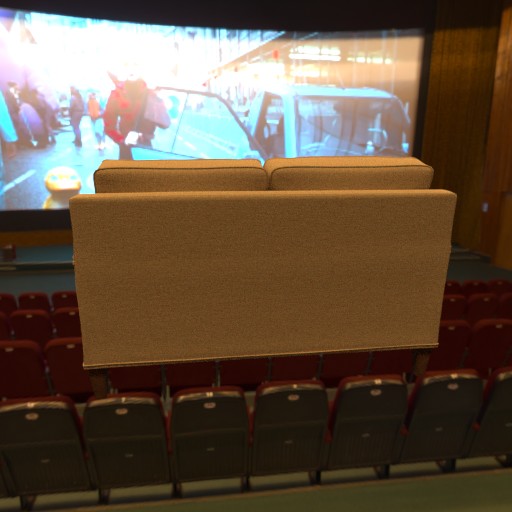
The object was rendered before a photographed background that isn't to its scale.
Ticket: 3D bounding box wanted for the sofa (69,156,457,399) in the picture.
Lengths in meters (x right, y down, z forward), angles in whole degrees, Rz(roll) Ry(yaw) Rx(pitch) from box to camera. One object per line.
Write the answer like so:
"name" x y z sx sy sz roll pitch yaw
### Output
"sofa" 0.000 0.000 2.273 1.597 1.003 1.084 -2 13 -8
